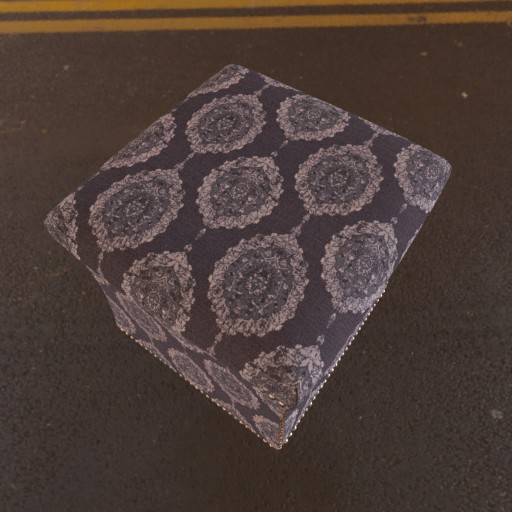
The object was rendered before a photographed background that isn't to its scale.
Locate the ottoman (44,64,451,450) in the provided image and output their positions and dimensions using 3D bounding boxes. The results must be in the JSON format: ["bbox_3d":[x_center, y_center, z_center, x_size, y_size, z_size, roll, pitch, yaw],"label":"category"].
[{"bbox_3d":[0.000,0.000,0.886,0.497,0.475,0.507,32,63,18],"label":"ottoman"}]
